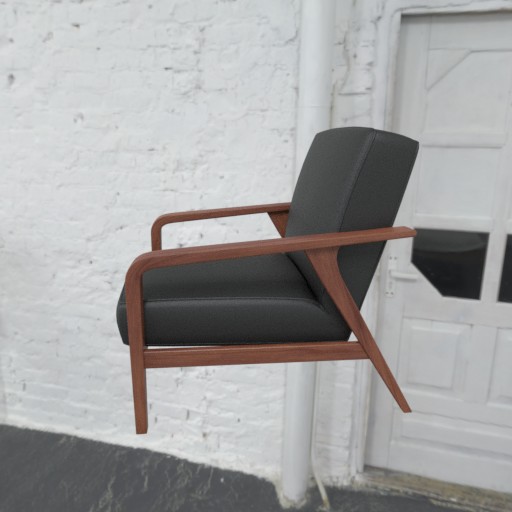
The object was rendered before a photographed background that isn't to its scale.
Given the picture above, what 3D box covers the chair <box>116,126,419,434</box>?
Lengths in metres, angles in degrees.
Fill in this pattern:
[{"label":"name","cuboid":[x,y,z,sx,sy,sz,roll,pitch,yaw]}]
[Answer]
[{"label":"chair","cuboid":[0.000,0.000,1.540,0.889,0.861,0.719,-2,15,-7]}]
